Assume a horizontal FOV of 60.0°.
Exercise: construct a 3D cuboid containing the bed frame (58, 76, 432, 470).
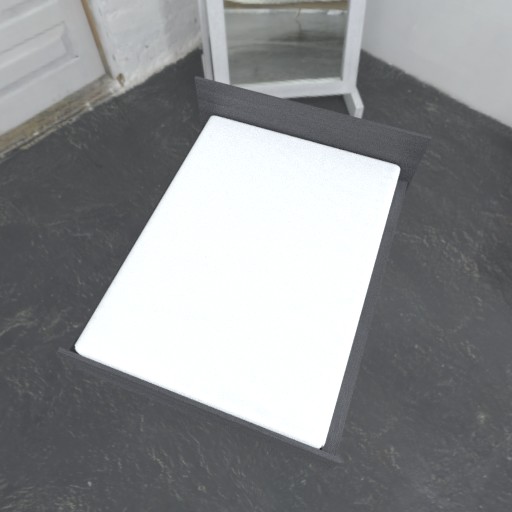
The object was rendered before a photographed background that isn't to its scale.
[{"bbox_3d":[0.000,0.000,2.815,1.622,0.800,1.960,18,62,10],"label":"bed frame"}]
